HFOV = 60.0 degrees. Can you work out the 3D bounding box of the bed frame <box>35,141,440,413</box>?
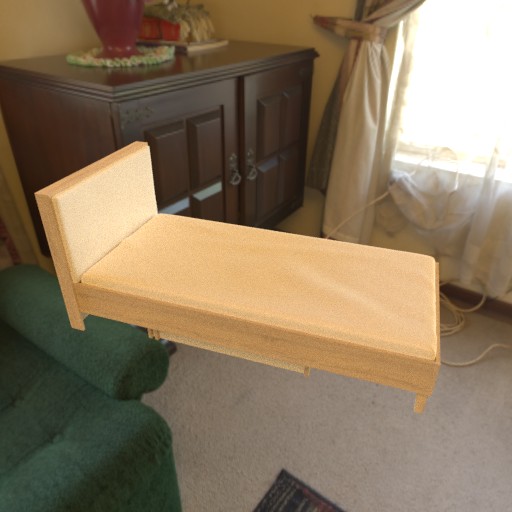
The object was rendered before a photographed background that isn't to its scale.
[{"bbox_3d":[0.000,0.000,2.686,2.140,0.920,0.990,10,32,16],"label":"bed frame"}]
